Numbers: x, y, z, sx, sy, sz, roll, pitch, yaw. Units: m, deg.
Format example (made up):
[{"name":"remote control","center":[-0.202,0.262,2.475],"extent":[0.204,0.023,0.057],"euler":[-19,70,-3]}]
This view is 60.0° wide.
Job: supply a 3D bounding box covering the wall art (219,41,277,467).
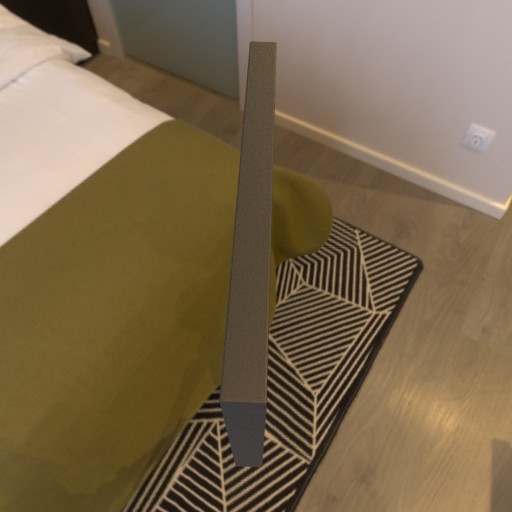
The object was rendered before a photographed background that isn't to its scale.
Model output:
[{"name":"wall art","center":[0.000,0.000,0.845],"extent":[0.051,0.456,0.671],"euler":[2,57,1]}]
